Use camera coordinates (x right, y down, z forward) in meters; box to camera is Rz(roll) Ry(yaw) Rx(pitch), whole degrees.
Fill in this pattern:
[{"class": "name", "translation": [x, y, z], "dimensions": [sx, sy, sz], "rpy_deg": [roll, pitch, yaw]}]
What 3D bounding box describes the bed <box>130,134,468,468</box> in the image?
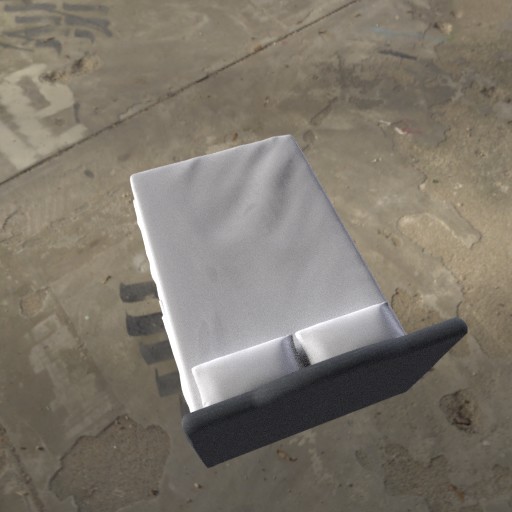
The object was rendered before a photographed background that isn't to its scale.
[{"class": "bed", "translation": [0.000, 0.000, 3.521], "dimensions": [1.747, 1.441, 2.507], "rpy_deg": [-17, 60, -10]}]
